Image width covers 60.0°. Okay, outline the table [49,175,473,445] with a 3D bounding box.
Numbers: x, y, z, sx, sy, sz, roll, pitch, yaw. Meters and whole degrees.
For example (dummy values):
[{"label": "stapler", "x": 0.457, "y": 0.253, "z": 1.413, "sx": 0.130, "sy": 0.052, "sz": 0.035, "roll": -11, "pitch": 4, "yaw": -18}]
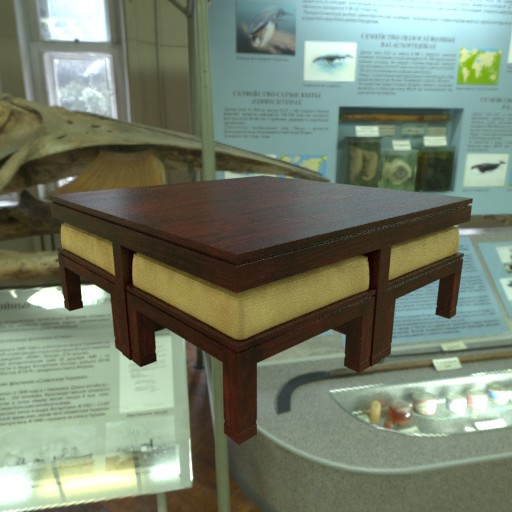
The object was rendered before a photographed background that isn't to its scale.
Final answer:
[{"label": "table", "x": 0.000, "y": 0.000, "z": 1.326, "sx": 0.865, "sy": 0.356, "sz": 0.865, "roll": -14, "pitch": 21, "yaw": -40}]
